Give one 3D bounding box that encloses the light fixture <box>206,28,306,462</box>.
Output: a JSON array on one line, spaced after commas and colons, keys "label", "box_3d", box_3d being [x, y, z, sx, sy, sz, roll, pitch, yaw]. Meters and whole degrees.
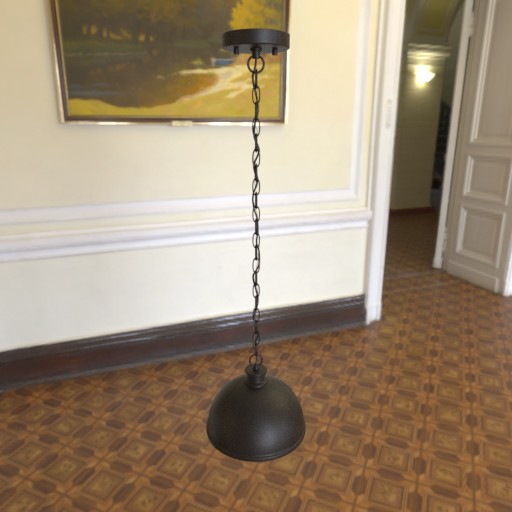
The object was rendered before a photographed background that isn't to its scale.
[{"label": "light fixture", "box_3d": [0.000, 0.000, 1.204, 0.304, 1.090, 0.304, -2, 17, -8]}]
